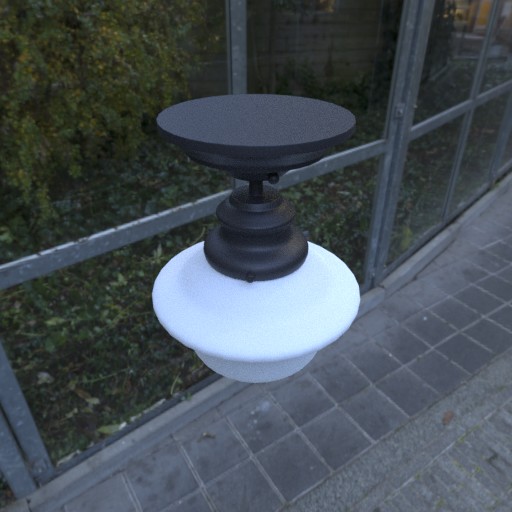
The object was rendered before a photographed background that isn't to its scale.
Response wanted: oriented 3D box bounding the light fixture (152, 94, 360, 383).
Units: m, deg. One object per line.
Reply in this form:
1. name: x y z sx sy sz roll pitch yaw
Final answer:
1. light fixture: 0.000 0.000 0.407 0.197 0.254 0.197 0 32 0
